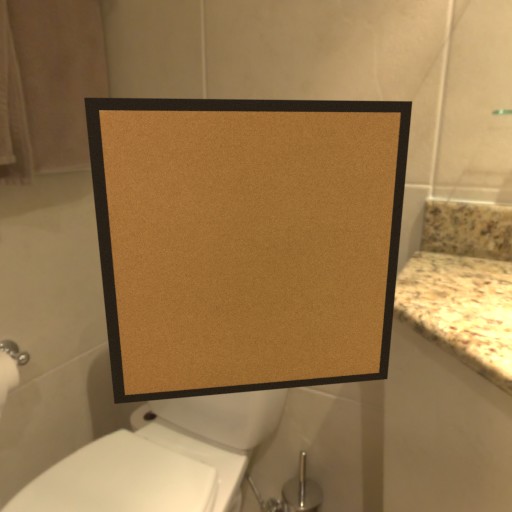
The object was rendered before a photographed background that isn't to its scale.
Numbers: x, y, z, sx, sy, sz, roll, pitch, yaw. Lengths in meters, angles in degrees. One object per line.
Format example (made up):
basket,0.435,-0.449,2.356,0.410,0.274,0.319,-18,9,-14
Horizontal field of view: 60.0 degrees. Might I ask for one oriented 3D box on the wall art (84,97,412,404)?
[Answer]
wall art,0.000,0.000,0.763,0.508,0.507,0.033,-2,16,-9
